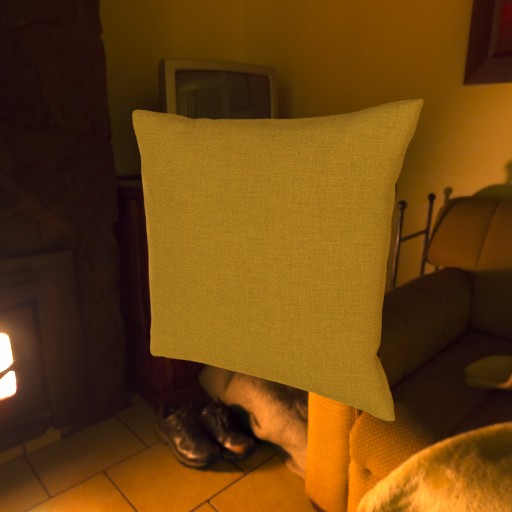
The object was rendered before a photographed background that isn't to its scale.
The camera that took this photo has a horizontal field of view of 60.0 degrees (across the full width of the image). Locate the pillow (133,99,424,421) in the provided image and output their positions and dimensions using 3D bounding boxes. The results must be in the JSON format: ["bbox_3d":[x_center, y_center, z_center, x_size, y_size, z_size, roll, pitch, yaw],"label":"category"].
[{"bbox_3d":[0.000,0.000,0.783,0.517,0.508,0.158,8,17,26],"label":"pillow"}]
